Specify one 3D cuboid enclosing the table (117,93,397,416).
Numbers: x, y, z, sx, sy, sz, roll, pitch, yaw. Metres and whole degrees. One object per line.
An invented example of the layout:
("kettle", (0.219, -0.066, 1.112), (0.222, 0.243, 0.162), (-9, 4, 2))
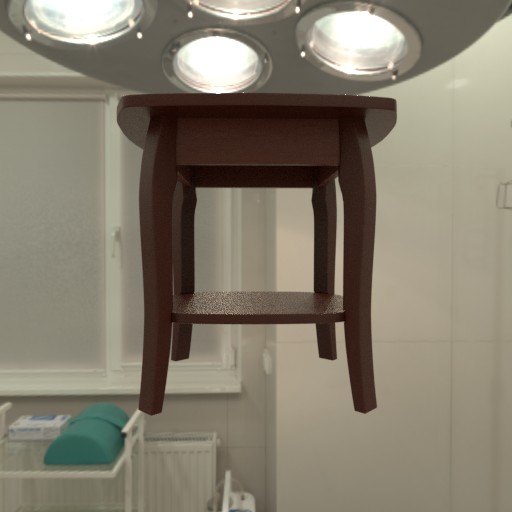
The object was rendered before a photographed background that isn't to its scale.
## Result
("table", (0.000, 0.000, 0.882), (0.502, 0.496, 0.433), (0, 1, -1))
